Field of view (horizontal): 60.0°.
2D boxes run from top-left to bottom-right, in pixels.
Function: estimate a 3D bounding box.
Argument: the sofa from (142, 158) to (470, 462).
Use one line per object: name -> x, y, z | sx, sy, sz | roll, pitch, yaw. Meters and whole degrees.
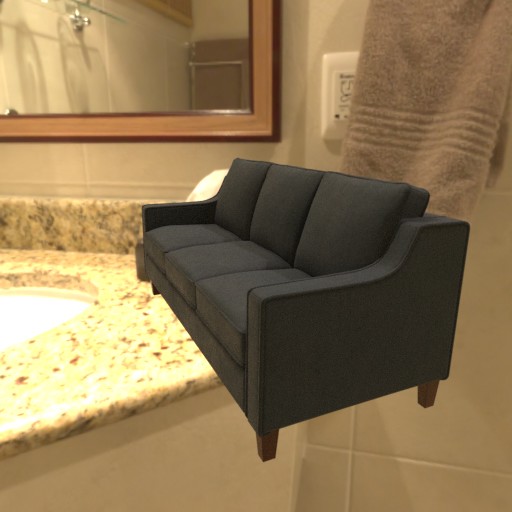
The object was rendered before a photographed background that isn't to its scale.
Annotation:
sofa -> 0.000, 0.000, 2.473 | 0.911, 0.974, 1.986 | -7, 17, -24
